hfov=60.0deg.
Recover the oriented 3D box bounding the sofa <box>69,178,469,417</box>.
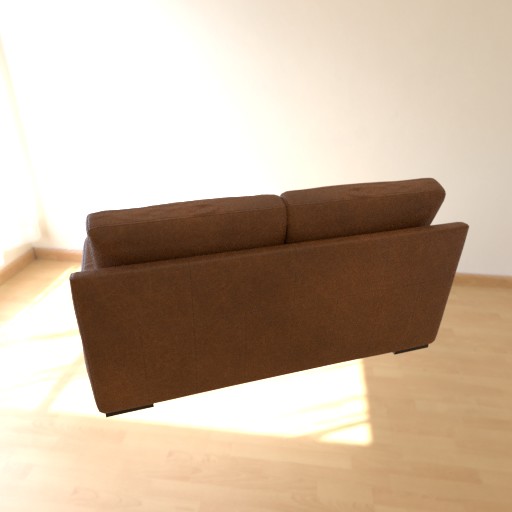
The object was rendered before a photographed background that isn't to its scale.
[{"bbox_3d":[0.000,0.000,2.480,1.880,0.966,1.144,-8,27,-16],"label":"sofa"}]
